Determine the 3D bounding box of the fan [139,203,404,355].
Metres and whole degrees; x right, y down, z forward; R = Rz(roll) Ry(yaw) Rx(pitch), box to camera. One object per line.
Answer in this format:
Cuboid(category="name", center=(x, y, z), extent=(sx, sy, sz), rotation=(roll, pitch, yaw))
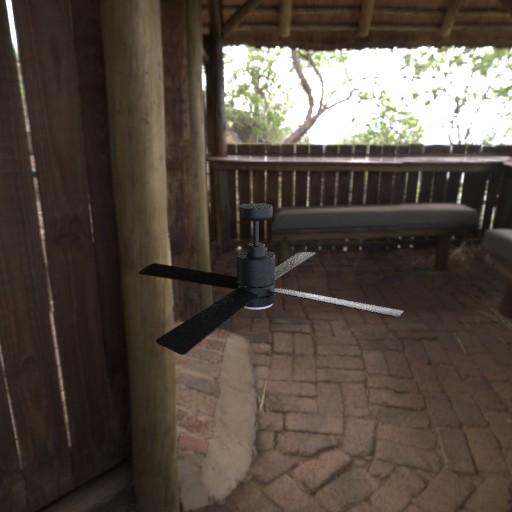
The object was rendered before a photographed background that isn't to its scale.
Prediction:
Cuboid(category="fan", center=(0.000, 0.000, 2.345), extent=(1.525, 0.534, 1.525), rotation=(8, 18, 26))
